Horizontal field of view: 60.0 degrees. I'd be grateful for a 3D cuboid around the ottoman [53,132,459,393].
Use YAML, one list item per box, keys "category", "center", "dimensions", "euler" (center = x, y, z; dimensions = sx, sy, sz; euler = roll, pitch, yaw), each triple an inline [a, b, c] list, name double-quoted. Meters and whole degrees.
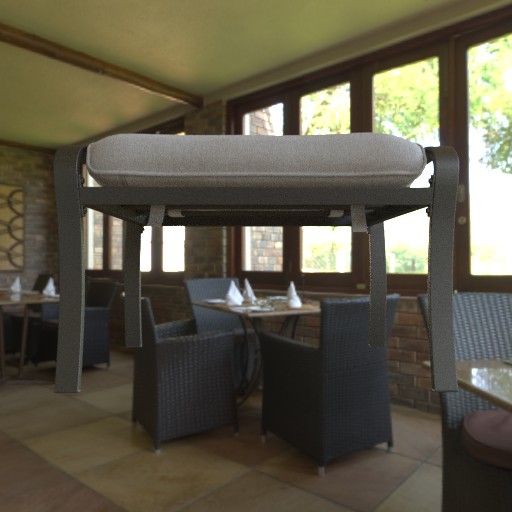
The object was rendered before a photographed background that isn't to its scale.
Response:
- category: "ottoman"
  center: [0.000, 0.000, 0.864]
  dimensions: [0.610, 0.422, 0.406]
  euler: [0, -1, 0]
